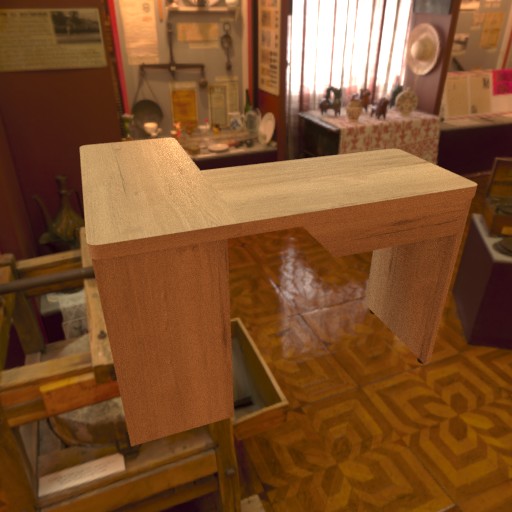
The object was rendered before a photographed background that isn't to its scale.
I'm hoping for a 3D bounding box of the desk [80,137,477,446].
[{"bbox_3d":[0.000,0.000,1.763,1.169,0.760,0.900,-10,31,-17],"label":"desk"}]
